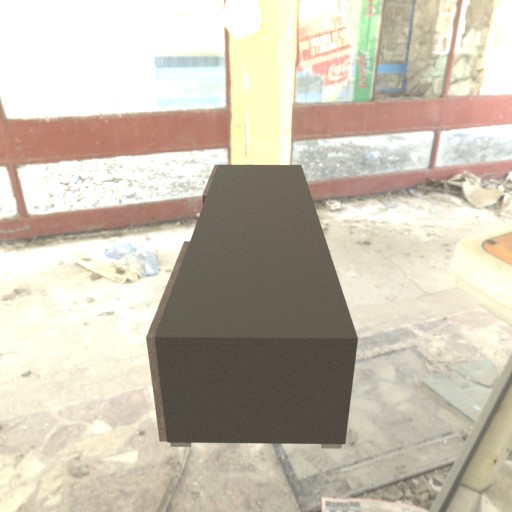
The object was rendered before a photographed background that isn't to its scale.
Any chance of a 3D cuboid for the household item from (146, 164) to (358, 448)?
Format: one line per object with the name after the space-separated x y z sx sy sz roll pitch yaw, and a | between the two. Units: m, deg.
0.000 0.000 1.574 0.420 0.310 1.400 0 25 1 | household item
